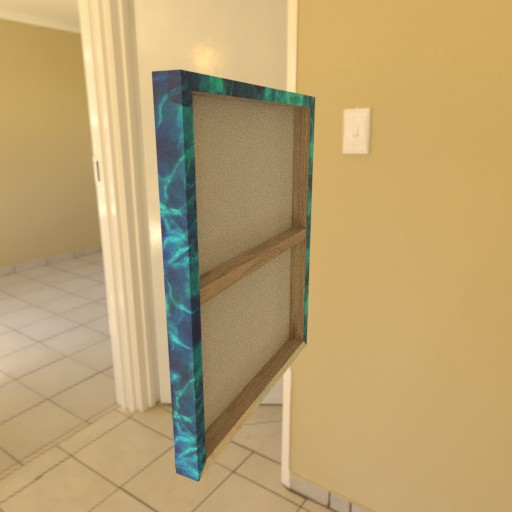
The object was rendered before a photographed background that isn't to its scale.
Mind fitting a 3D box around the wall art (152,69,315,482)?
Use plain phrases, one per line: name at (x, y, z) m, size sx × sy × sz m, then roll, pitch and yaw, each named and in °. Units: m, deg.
wall art at (0.000, 0.000, 0.713) m, size 0.038 × 0.508 × 0.432 m, roll 7°, pitch 17°, yaw 25°
